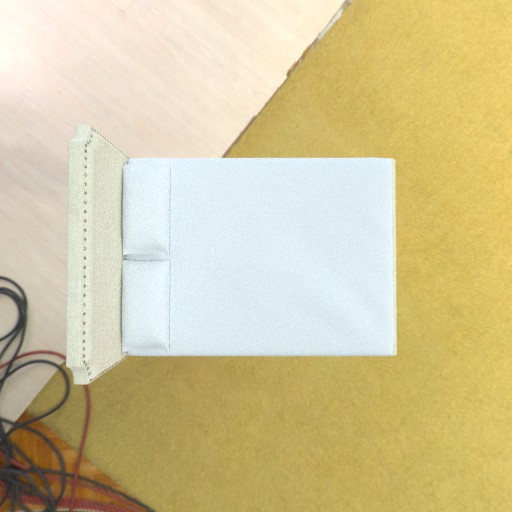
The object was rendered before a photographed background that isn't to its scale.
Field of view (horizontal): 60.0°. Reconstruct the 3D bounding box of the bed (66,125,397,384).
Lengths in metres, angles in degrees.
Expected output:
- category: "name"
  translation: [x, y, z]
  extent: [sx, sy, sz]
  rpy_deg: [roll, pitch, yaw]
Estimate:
- category: "bed"
  translation: [0.000, 0.000, 3.508]
  extent: [2.381, 1.457, 1.713]
  rpy_deg: [0, 89, 0]
